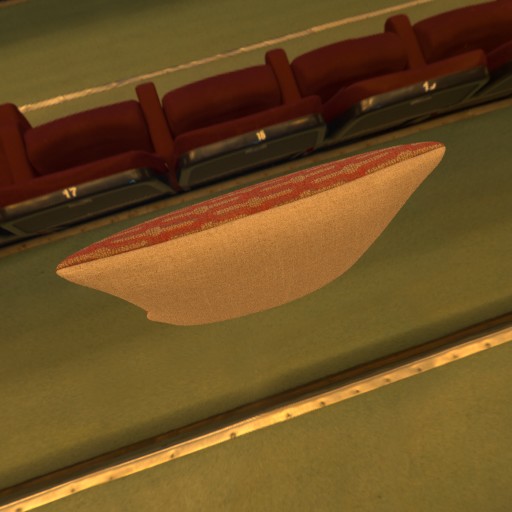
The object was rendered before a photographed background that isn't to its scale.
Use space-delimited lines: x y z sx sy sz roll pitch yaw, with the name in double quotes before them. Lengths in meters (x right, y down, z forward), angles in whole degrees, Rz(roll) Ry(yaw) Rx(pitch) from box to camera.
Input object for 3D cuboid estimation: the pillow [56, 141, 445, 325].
"pillow" 0.000 0.000 0.781 0.511 0.503 0.182 -18 76 -5
